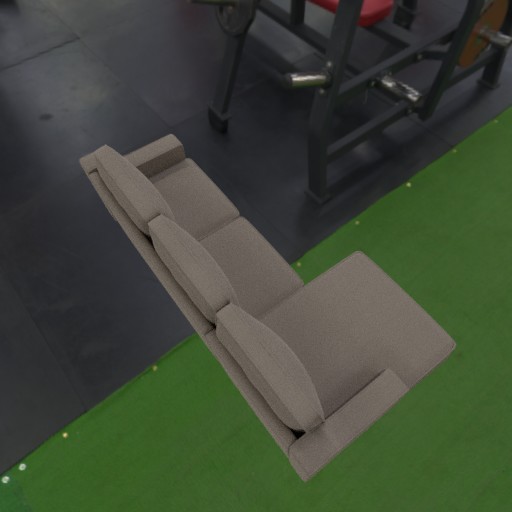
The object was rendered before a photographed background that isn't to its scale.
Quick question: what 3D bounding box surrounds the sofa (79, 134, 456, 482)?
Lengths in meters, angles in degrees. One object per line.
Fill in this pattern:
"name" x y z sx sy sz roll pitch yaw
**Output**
"sofa" 0.000 0.000 3.071 1.294 0.928 2.561 -32 63 -19
